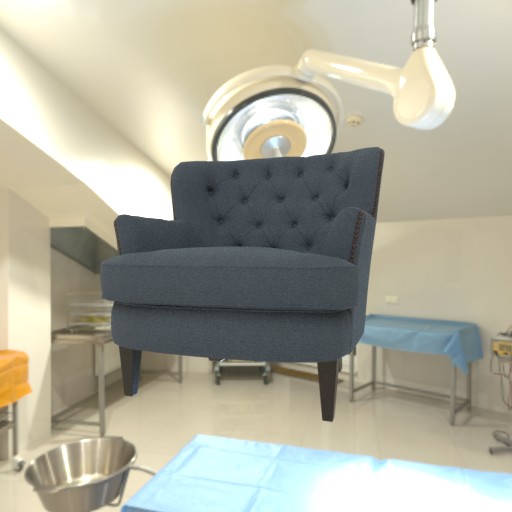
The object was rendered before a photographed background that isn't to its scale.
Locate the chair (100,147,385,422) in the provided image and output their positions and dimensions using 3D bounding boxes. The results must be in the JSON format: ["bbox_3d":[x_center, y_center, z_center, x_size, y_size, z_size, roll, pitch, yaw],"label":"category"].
[{"bbox_3d":[0.000,0.000,1.559,0.848,0.868,0.906,0,0,19],"label":"chair"}]
